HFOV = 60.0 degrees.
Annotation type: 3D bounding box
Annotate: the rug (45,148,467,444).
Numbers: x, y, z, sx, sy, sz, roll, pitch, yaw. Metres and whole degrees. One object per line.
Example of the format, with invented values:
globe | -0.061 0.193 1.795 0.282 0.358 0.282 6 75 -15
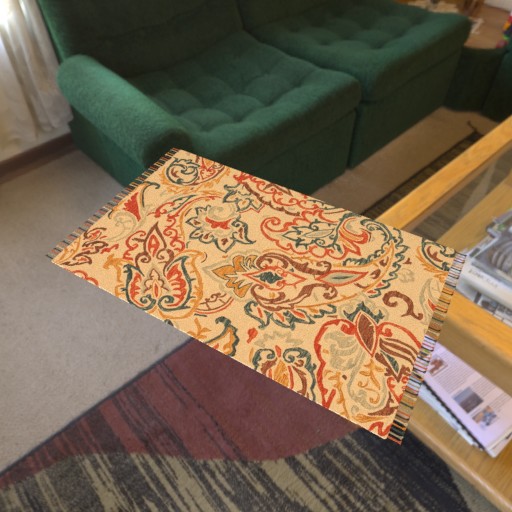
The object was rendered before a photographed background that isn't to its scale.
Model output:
rug | 0.000 0.000 3.137 2.584 0.010 1.523 23 53 19
